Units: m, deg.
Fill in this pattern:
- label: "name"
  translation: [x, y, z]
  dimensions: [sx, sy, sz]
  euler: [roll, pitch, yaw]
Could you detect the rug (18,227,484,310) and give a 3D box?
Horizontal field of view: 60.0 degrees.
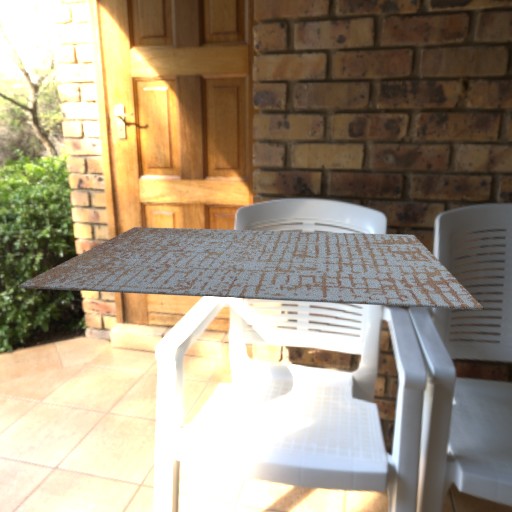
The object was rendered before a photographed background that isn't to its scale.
- label: "rug"
  translation: [0.000, 0.000, 2.299]
  dimensions: [1.829, 0.011, 1.219]
  euler: [2, 15, 7]
